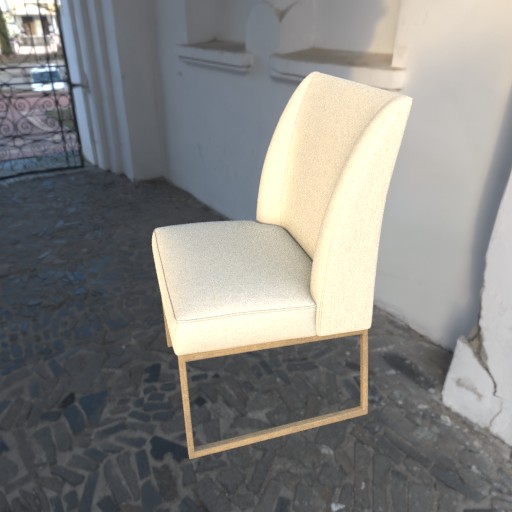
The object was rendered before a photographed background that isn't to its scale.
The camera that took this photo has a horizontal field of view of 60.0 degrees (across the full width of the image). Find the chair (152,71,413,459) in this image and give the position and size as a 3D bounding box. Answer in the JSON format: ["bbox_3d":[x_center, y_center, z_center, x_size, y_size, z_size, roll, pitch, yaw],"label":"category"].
[{"bbox_3d":[0.000,0.000,1.191,0.522,0.863,0.508,-8,30,-15],"label":"chair"}]
